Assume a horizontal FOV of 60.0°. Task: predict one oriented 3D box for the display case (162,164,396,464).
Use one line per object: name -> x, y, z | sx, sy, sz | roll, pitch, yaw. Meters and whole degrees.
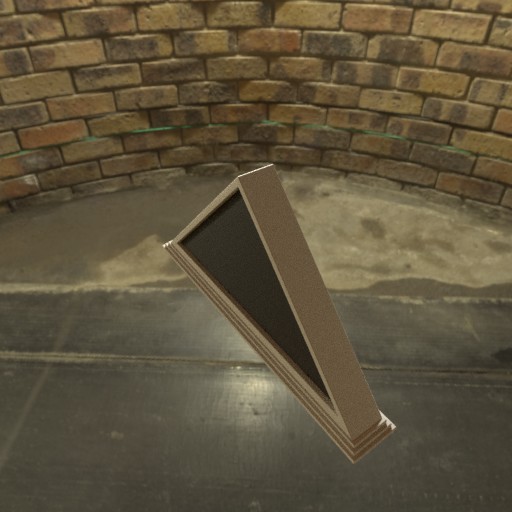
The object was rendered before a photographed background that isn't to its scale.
display case -> 0.000, 0.000, 0.780 | 0.095, 0.340, 0.640 | -25, 46, -26
